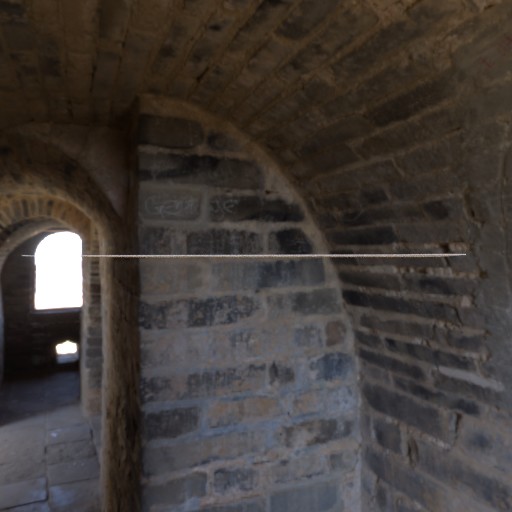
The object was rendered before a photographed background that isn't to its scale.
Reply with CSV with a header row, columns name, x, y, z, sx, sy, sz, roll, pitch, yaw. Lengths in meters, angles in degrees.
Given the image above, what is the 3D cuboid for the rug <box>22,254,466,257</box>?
name,x,y,z,sx,sy,sz,roll,pitch,yaw
rug,0.000,0.000,2.279,1.813,0.008,1.223,0,0,18
